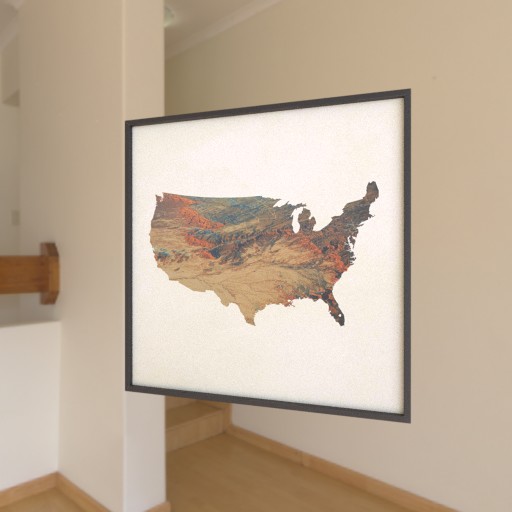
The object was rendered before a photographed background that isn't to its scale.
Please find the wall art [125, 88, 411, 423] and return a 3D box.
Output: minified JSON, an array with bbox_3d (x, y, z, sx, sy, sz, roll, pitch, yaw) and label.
[{"bbox_3d":[0.000,0.000,0.768,0.507,0.507,0.038,0,0,19],"label":"wall art"}]
